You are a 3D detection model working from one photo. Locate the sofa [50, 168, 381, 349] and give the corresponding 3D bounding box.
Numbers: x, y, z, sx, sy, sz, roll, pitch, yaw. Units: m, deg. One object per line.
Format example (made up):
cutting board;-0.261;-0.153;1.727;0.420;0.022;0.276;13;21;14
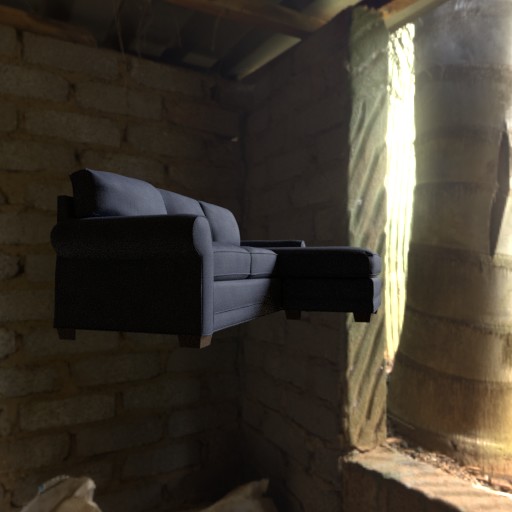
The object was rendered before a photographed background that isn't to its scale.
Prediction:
sofa;0.000;0.000;3.504;1.780;1.063;2.567;-1;-2;19
